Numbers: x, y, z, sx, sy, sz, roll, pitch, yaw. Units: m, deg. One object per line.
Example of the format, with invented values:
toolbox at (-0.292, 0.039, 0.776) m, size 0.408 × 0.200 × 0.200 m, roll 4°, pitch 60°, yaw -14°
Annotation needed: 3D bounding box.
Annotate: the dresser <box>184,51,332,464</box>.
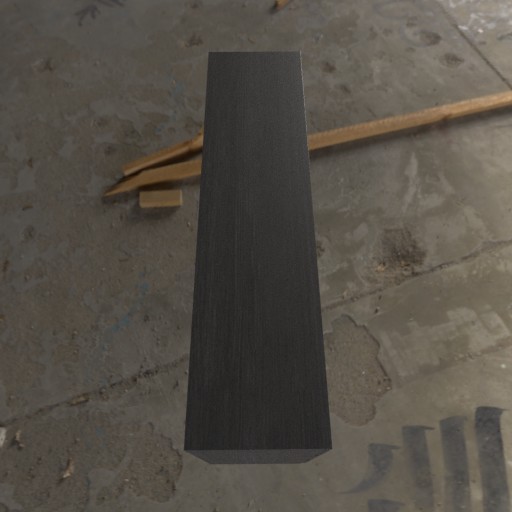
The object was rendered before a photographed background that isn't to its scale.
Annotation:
dresser at (0.000, 0.000, 1.910) m, size 0.400 × 0.795 × 1.590 m, roll 0°, pitch 62°, yaw 0°
